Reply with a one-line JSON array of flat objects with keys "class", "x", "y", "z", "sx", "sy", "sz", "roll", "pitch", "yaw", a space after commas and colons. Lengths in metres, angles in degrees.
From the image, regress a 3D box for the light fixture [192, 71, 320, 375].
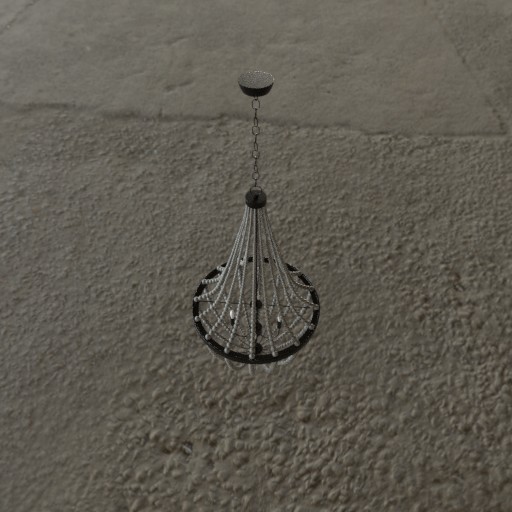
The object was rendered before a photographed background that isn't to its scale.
[{"class": "light fixture", "x": 0.000, "y": 0.000, "z": 1.376, "sx": 0.450, "sy": 1.133, "sz": 0.450, "roll": 0, "pitch": 48, "yaw": 0}]
